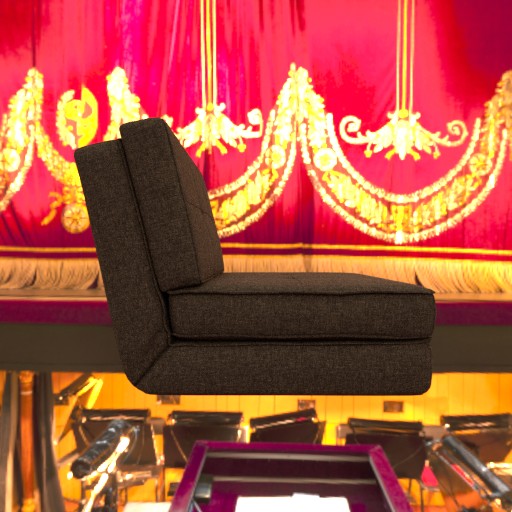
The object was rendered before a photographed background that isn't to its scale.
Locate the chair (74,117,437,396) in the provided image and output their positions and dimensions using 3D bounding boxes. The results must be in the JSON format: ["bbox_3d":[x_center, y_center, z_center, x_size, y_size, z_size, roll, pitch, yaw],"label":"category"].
[{"bbox_3d":[0.000,0.000,1.314,0.800,0.615,0.740,0,0,0],"label":"chair"}]
